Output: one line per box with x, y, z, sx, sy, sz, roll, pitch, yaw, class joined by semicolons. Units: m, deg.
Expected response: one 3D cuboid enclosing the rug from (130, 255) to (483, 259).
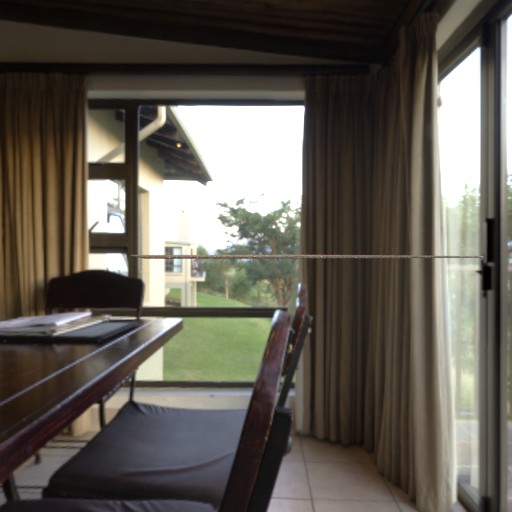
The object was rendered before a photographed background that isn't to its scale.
0.000;0.000;3.773;2.005;0.013;2.890;0;0;-17;rug
